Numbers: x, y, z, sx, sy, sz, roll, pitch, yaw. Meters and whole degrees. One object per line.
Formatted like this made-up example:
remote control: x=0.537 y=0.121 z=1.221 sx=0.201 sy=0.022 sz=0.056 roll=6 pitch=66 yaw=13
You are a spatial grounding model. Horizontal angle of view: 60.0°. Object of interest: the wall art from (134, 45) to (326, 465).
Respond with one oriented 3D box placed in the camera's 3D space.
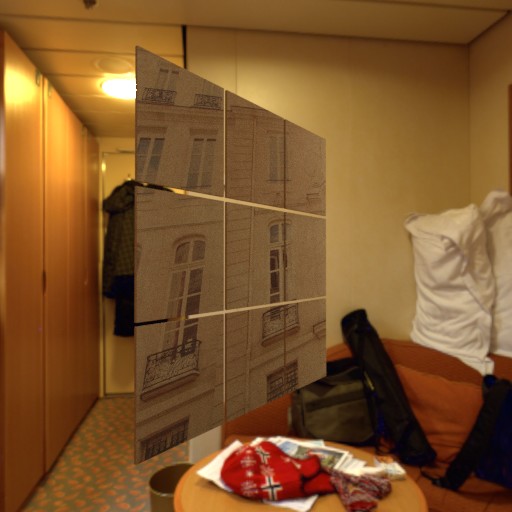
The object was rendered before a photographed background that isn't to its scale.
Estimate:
wall art: x=0.000 y=0.000 z=2.235 sx=0.023 sy=1.522 sz=1.526 roll=0 pitch=-1 yaw=35
